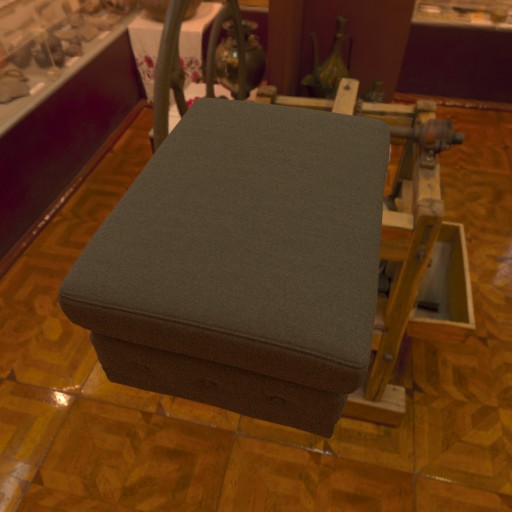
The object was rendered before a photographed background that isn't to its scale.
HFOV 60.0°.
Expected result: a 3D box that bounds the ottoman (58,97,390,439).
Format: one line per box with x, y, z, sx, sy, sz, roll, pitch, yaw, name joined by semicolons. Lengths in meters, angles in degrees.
0.000;0.000;1.131;0.569;0.500;0.771;11;47;10;ottoman
